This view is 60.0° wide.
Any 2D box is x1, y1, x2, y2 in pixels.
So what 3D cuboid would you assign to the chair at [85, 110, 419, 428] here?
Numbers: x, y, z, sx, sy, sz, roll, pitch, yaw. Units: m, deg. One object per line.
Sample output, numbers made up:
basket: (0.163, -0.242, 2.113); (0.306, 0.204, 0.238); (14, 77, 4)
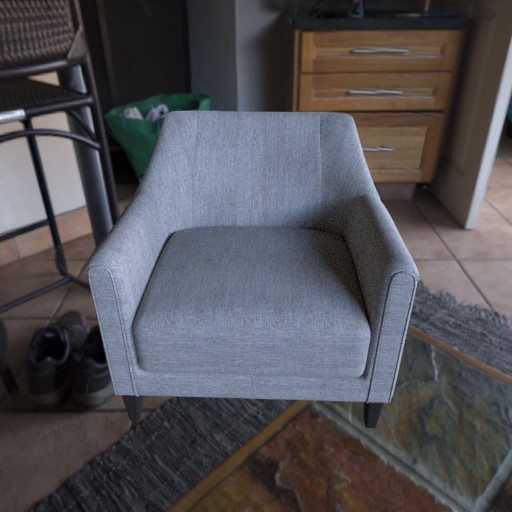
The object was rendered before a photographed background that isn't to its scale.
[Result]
chair: (0.000, 0.000, 1.425); (0.796, 0.761, 0.758); (1, 31, 2)
